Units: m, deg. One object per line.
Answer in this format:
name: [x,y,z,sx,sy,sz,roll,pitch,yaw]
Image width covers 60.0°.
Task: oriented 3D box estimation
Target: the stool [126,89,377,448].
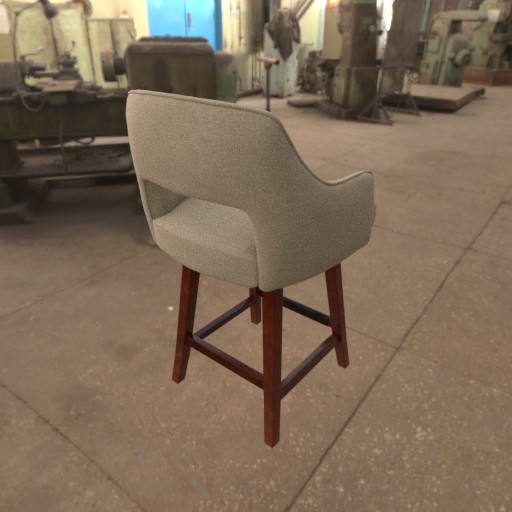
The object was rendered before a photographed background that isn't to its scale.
stool: [0.000,0.000,1.268,0.550,0.936,0.560,21,35,34]
